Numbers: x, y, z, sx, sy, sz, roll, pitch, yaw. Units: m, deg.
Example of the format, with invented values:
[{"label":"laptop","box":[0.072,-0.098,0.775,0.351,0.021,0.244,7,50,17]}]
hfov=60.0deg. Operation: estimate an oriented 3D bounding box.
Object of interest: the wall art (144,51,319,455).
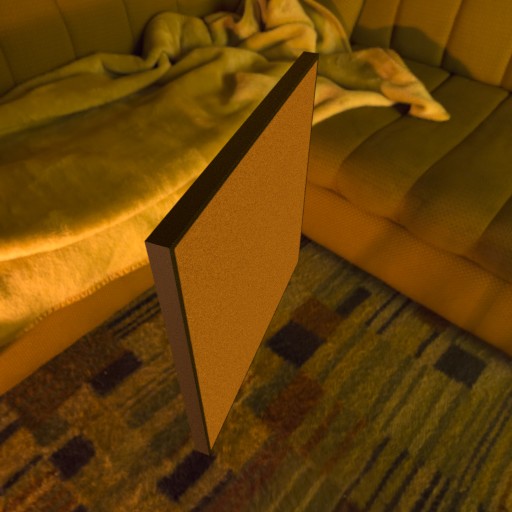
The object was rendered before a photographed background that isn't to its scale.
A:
[{"label":"wall art","box":[0.000,0.000,0.772,0.028,0.511,0.513,16,47,15]}]
